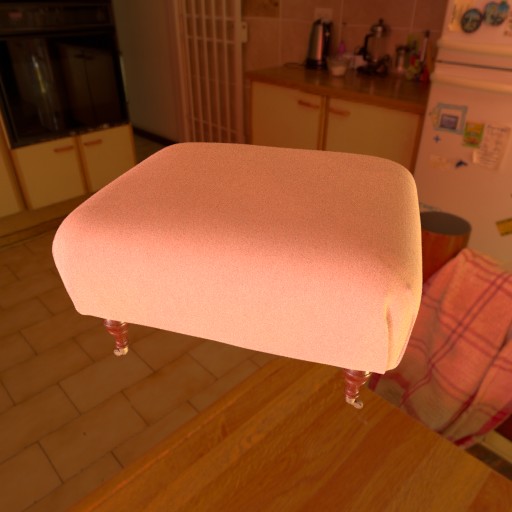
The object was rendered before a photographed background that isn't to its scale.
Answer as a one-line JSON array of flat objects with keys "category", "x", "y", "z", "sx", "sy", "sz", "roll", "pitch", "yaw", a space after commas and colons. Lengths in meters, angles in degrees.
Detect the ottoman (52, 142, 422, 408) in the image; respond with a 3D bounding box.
[{"category": "ottoman", "x": 0.000, "y": 0.000, "z": 1.115, "sx": 0.746, "sy": 0.450, "sz": 0.622, "roll": 8, "pitch": 33, "yaw": 13}]
